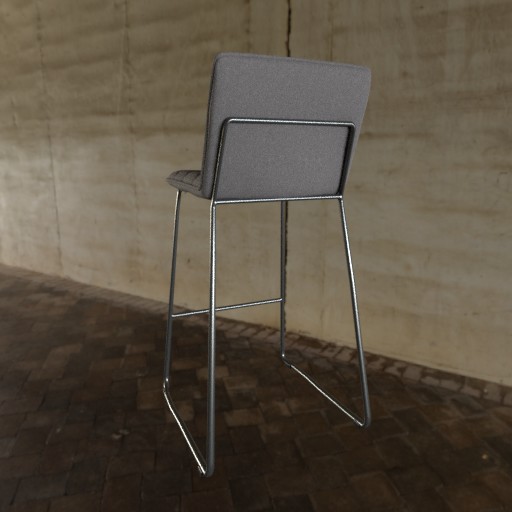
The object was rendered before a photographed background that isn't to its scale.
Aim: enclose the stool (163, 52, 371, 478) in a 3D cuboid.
[{"bbox_3d":[0.000,0.000,1.251,0.490,0.960,0.490,-6,14,-24],"label":"stool"}]
